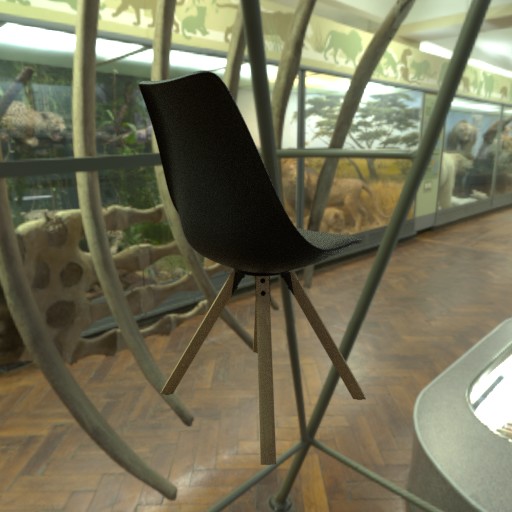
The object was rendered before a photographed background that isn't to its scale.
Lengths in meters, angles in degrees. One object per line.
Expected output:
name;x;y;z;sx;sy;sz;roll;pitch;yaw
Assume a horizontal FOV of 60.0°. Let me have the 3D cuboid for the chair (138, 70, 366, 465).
chair;0.000;0.000;1.184;0.549;0.850;0.485;-14;20;-43
